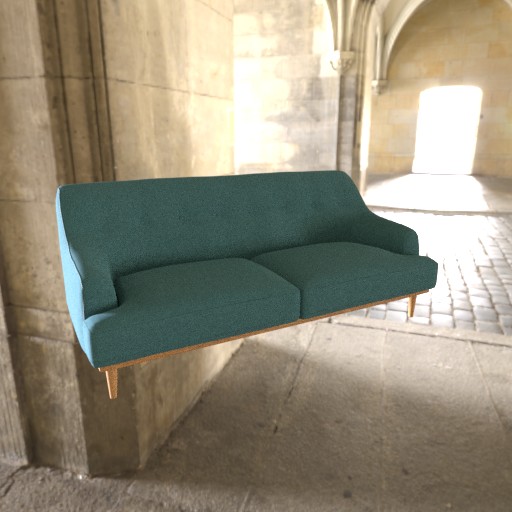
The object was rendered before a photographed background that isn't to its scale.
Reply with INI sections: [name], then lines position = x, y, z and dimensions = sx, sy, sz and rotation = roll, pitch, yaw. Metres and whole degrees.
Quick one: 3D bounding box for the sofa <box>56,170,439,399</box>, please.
[sofa]
position = 0.000, 0.000, 2.607
dimensions = 2.057, 0.871, 0.978
rotation = -9, 18, -28
